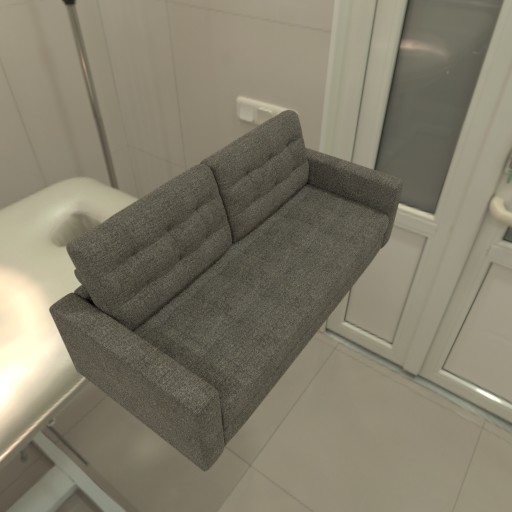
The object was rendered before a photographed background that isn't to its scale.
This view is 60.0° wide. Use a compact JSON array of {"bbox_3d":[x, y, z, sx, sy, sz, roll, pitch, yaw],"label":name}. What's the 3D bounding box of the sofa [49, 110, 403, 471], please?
[{"bbox_3d":[0.000,0.000,2.307,0.863,0.902,1.821,25,47,26],"label":"sofa"}]
